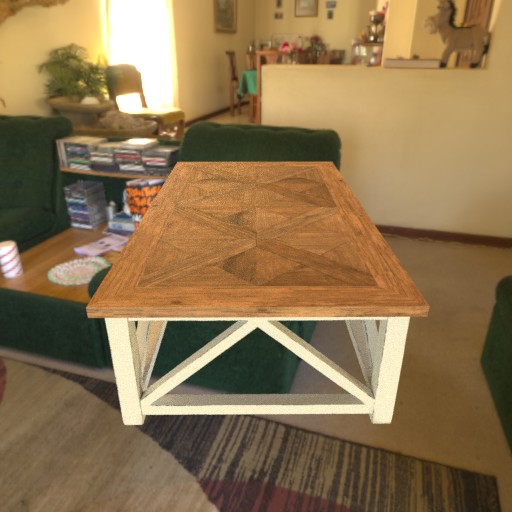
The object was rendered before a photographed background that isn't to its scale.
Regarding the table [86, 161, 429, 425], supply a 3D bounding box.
[{"bbox_3d":[0.000,0.000,1.750,0.800,0.410,1.400,0,26,0],"label":"table"}]
